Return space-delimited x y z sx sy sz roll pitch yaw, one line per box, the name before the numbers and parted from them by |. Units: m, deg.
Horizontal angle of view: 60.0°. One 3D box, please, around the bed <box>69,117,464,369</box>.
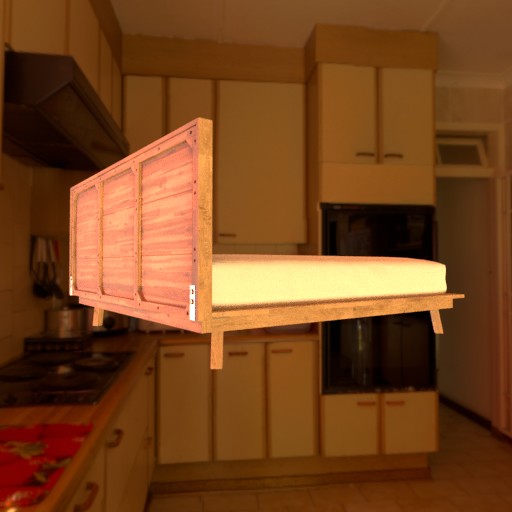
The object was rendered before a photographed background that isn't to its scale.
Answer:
bed | 0.000 0.000 3.338 2.167 1.100 2.116 1 -2 -36
